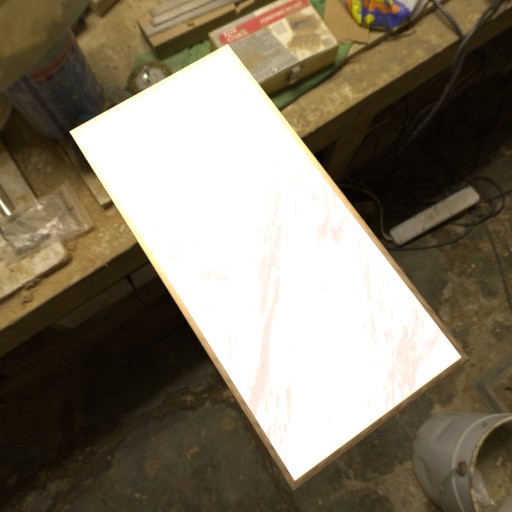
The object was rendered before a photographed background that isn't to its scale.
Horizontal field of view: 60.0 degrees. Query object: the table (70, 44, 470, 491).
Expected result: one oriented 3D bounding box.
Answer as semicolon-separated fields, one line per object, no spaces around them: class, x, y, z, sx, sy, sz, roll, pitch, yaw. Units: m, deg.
table;0.000;0.000;1.460;0.577;0.405;1.197;-33;77;-8
